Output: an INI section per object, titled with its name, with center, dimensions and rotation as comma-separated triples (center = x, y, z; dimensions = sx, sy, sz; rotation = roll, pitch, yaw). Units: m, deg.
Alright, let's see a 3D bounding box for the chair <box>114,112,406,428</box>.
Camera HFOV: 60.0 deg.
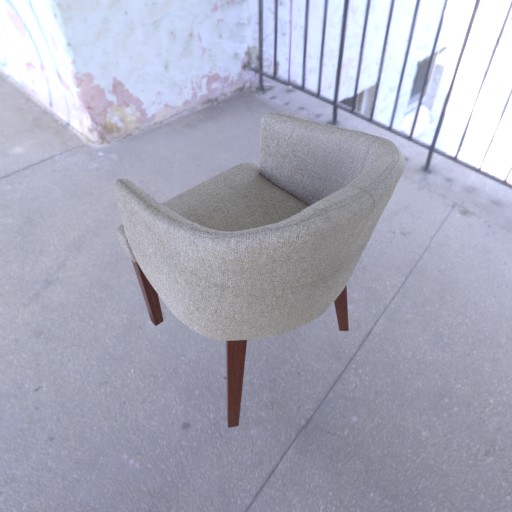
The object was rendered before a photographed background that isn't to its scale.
[chair]
center = 0.000, 0.000, 1.264
dimensions = 0.583, 0.811, 0.655
rotation = -32, 54, -27
